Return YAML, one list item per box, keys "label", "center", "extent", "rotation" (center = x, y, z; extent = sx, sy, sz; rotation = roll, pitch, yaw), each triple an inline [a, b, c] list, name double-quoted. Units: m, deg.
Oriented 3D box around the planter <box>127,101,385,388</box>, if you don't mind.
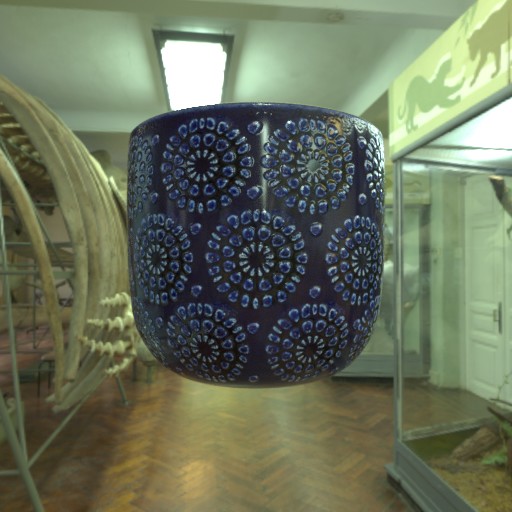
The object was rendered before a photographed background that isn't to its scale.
- label: "planter"
  center: [0.000, 0.000, 0.295]
  extent: [0.165, 0.149, 0.165]
  rotation: [0, -1, 0]
